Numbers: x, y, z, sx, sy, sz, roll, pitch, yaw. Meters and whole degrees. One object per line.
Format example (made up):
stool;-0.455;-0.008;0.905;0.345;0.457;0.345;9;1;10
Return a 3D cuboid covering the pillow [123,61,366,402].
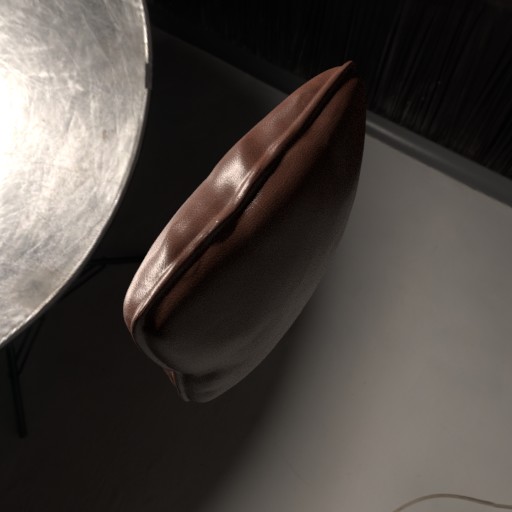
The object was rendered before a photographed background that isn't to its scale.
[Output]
pillow;0.000;0.000;0.807;0.236;0.523;0.532;31;68;15
